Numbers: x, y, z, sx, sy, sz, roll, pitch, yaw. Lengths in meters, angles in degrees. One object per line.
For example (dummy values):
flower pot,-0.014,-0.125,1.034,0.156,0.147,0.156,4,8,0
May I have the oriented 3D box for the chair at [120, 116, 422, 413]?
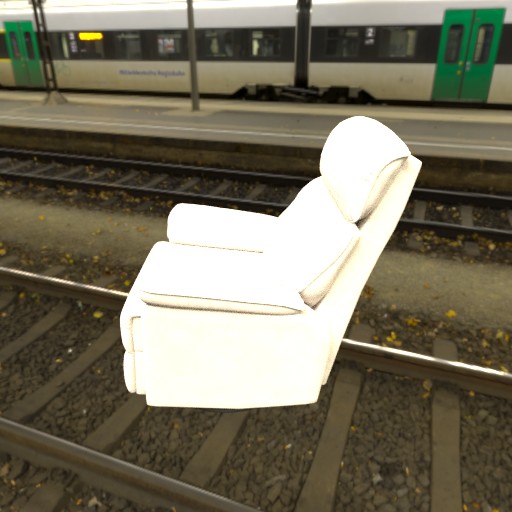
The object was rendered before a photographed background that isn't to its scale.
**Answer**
chair,0.000,0.000,1.772,1.001,1.039,0.820,0,25,0
